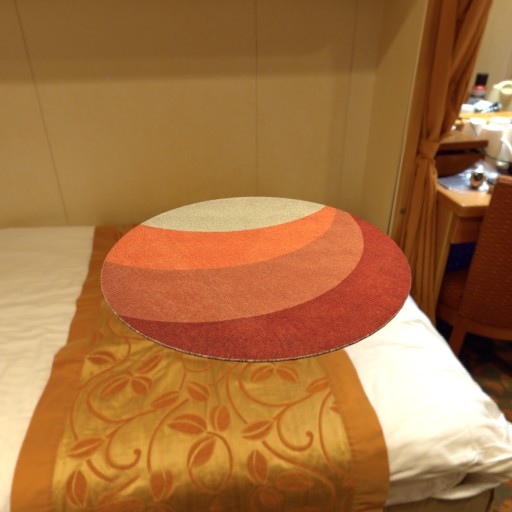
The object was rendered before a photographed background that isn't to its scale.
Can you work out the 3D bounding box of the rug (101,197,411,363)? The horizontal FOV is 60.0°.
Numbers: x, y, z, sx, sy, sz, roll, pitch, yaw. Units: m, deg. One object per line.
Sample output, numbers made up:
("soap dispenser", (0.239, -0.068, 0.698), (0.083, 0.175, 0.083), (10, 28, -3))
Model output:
("rug", (0.000, 0.000, 2.257), (1.514, 0.015, 1.514), (0, 30, 0))
